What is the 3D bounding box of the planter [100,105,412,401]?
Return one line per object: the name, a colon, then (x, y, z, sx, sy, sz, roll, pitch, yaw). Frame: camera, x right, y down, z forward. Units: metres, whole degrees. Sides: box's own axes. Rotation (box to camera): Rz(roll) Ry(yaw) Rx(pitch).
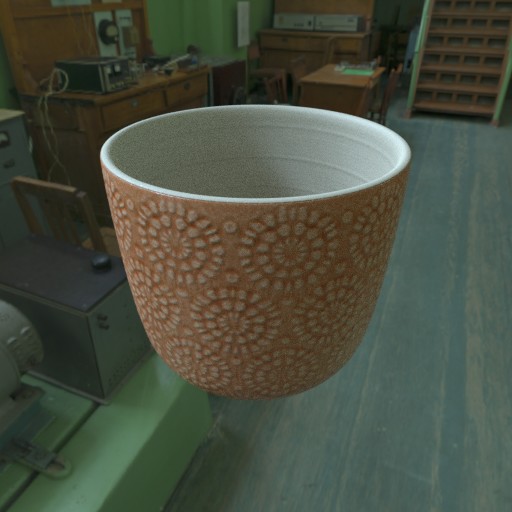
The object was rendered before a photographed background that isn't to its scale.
planter: (0.000, 0.000, 0.356, 0.208, 0.190, 0.208, 0, 32, 0)
